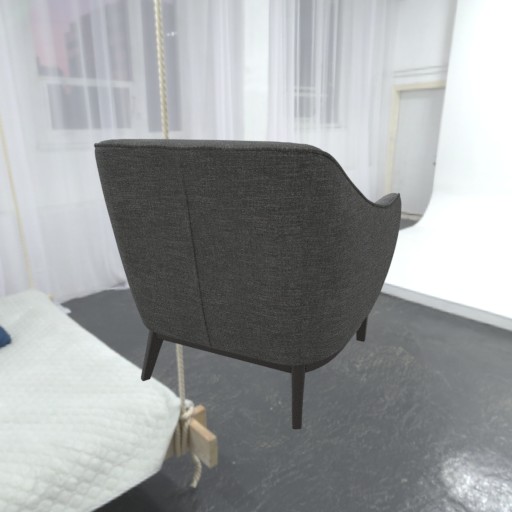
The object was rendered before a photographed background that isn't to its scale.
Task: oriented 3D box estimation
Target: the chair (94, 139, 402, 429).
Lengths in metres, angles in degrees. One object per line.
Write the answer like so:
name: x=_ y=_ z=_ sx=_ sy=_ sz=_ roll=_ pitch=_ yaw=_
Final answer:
chair: x=0.000 y=0.000 z=1.593 sx=0.870 sy=0.829 sz=0.851 roll=8 pitch=18 yaw=26
